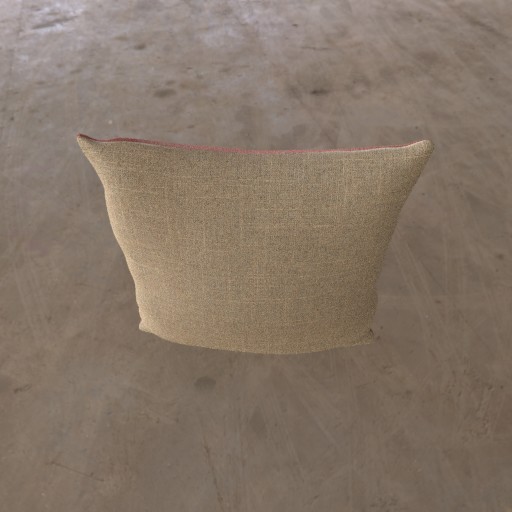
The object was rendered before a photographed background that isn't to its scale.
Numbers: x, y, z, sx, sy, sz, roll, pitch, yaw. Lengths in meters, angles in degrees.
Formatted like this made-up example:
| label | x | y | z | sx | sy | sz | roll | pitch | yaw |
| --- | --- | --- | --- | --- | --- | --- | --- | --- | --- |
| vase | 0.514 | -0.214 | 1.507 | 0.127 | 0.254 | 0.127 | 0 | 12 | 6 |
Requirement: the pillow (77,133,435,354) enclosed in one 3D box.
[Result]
| label | x | y | z | sx | sy | sz | roll | pitch | yaw |
| --- | --- | --- | --- | --- | --- | --- | --- | --- | --- |
| pillow | 0.000 | 0.000 | 0.681 | 0.439 | 0.427 | 0.182 | 2 | 48 | 2 |
